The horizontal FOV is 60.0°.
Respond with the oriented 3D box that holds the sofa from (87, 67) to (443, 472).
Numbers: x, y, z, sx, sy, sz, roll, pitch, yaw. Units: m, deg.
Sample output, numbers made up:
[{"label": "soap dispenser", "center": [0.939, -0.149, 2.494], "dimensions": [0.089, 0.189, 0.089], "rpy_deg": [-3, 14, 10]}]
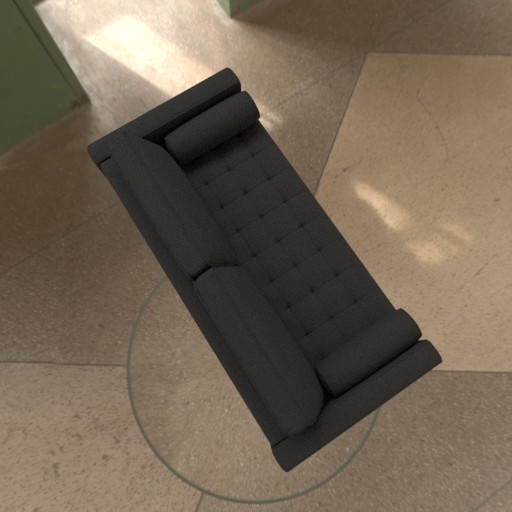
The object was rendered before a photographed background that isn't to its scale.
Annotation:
[{"label": "sofa", "center": [0.000, 0.000, 2.360], "dimensions": [0.914, 0.759, 1.875], "rpy_deg": [-32, 79, -7]}]
